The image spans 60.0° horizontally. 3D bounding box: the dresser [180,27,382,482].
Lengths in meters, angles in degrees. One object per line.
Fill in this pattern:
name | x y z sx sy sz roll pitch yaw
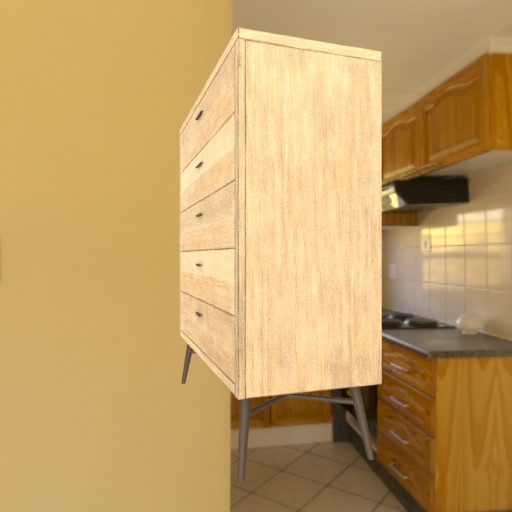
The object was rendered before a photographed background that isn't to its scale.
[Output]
dresser | 0.000 0.000 1.729 0.457 1.219 1.016 0 0 -18
